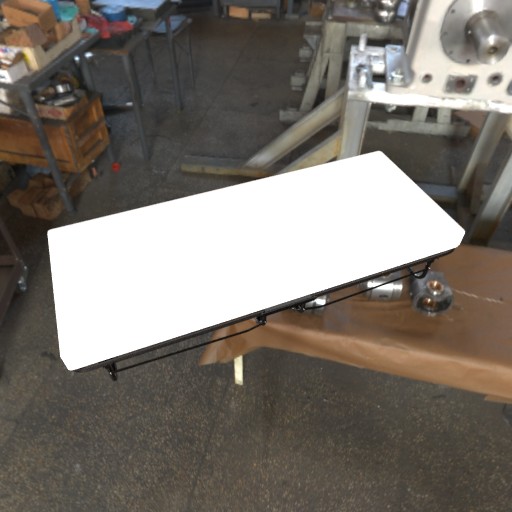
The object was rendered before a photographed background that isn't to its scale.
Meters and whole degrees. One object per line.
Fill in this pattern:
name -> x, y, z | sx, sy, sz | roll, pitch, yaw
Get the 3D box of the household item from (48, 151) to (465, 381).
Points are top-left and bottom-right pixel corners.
household item -> 0.000, 0.000, 2.234 | 1.905, 0.356, 0.787 | -16, 48, -15
